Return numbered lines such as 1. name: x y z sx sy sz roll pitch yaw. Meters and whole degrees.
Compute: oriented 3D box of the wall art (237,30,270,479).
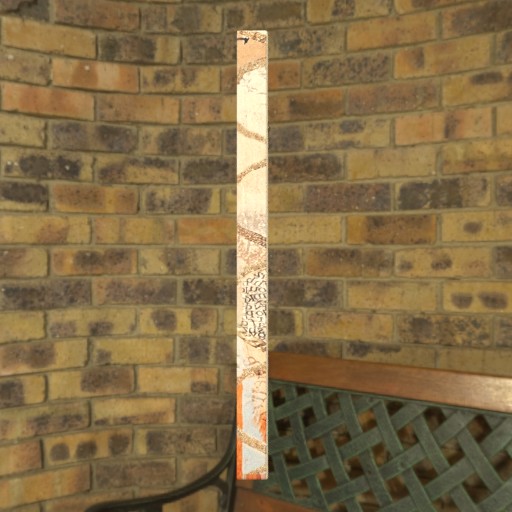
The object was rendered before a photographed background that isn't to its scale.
1. wall art: 0.000 0.000 0.750 0.038 0.508 0.507 0 0 1
